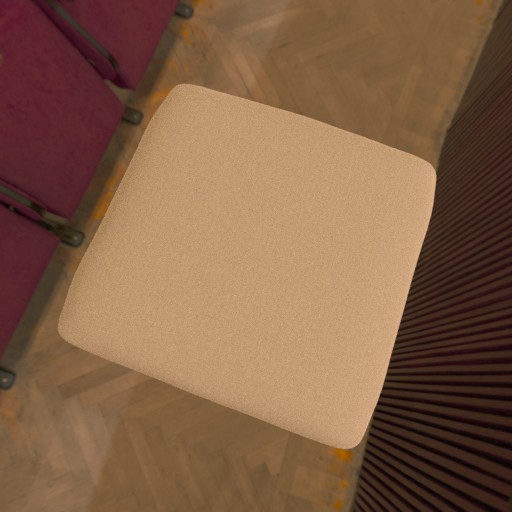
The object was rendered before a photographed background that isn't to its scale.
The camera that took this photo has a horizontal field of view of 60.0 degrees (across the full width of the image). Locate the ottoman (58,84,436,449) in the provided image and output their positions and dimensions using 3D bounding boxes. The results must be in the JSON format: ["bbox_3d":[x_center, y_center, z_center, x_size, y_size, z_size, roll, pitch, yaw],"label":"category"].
[{"bbox_3d":[0.000,0.000,1.526,0.996,0.467,0.977,20,75,5],"label":"ottoman"}]
